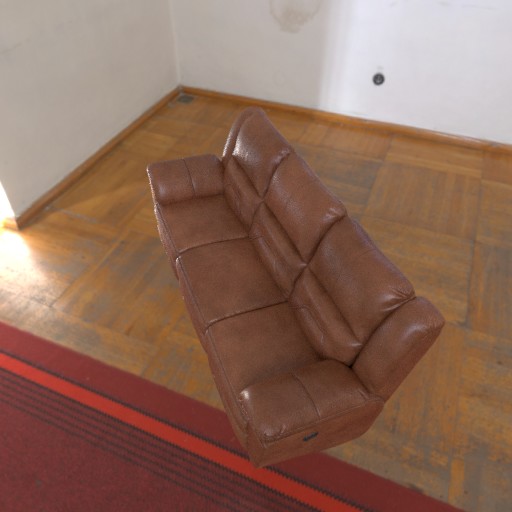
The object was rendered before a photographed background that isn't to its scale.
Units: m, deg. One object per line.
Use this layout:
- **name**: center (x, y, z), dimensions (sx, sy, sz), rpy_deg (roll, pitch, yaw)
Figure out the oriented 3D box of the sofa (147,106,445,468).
- **sofa**: center (0.000, 0.000, 2.886), dimensions (0.991, 1.043, 2.337), rpy_deg (-16, 48, -16)
